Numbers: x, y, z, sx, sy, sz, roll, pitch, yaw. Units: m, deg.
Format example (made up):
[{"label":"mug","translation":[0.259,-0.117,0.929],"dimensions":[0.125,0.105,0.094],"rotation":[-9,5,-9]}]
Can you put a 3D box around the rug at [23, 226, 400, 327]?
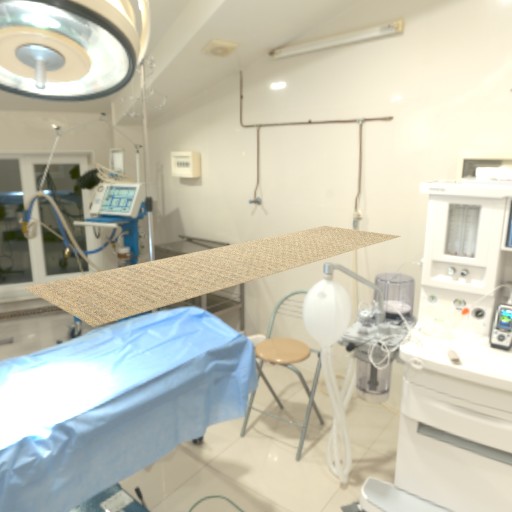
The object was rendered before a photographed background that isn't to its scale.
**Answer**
[{"label":"rug","translation":[0.000,0.000,2.702],"dimensions":[0.688,0.005,2.437],"rotation":[12,18,42]}]
